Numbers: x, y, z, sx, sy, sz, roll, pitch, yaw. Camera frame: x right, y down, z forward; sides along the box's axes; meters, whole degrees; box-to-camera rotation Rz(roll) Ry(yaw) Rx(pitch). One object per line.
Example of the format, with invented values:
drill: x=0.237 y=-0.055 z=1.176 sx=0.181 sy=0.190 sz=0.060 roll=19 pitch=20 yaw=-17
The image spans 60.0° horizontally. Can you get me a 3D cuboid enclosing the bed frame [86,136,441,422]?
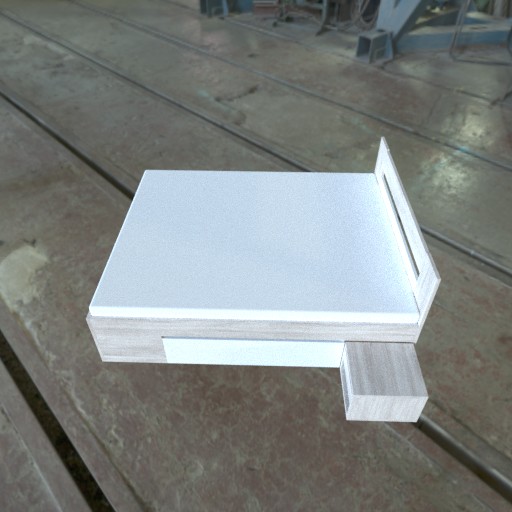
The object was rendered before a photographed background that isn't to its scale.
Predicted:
bed frame: x=0.000 y=0.000 z=3.192 sx=2.050 sy=0.860 sz=2.040 roll=1 pitch=42 yaw=1
